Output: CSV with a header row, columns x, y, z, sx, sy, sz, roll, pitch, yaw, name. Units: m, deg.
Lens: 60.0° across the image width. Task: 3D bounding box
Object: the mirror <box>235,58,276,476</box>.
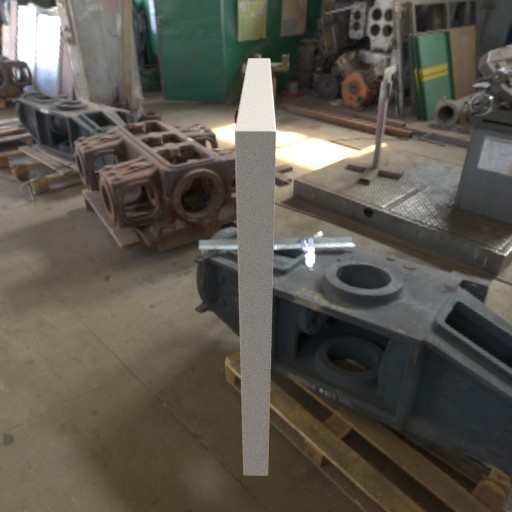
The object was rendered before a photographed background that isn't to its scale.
x,y,z,sx,sy,sz,roll,pitch,yaw,name
0.000,0.000,0.687,0.041,0.508,0.405,0,32,1,mirror
